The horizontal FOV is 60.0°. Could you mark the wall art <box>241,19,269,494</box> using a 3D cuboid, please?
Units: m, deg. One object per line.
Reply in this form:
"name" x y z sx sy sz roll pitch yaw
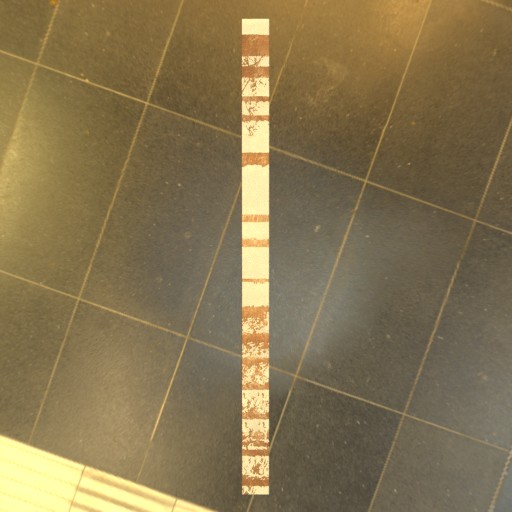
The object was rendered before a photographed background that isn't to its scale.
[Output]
"wall art" 0.000 0.000 0.770 0.035 0.405 0.609 0 91 0
